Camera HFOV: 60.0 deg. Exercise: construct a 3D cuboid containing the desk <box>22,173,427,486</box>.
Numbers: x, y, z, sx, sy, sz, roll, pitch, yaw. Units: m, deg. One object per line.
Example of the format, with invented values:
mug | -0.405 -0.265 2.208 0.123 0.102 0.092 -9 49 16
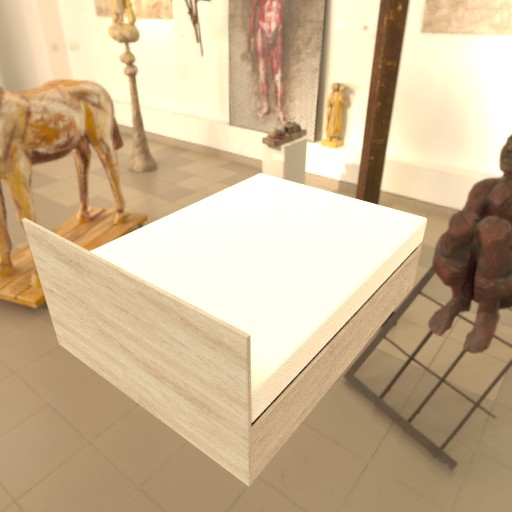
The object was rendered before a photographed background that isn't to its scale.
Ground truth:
desk | 0.000 0.000 2.628 1.400 0.800 1.900 22 37 32
